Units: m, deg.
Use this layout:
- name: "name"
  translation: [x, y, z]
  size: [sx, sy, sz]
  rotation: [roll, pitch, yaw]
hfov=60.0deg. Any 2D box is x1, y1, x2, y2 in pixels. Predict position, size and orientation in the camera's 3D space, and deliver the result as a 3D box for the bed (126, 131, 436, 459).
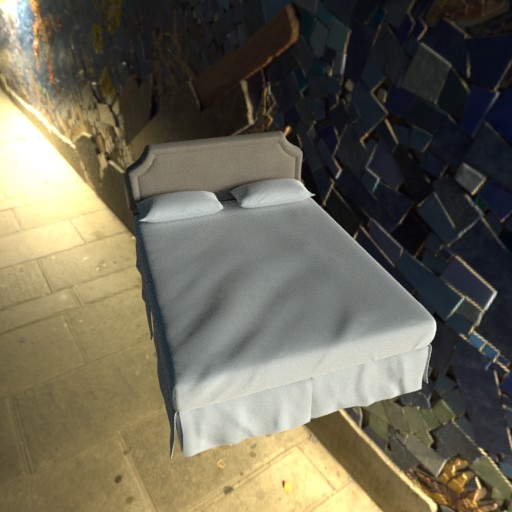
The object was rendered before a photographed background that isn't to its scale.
- name: "bed"
  translation: [0.000, 0.000, 3.747]
  size: [1.977, 1.293, 2.498]
  rotation: [-10, 34, -16]
